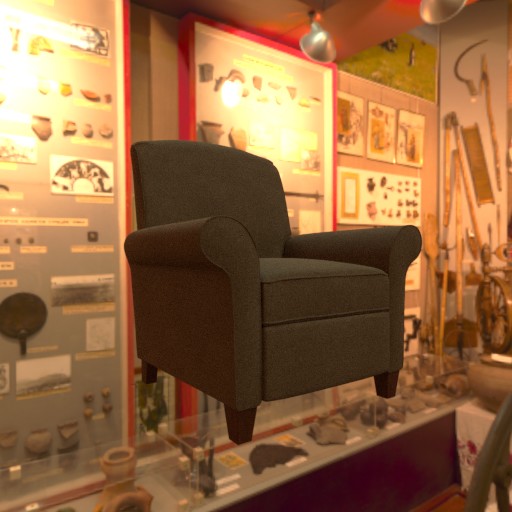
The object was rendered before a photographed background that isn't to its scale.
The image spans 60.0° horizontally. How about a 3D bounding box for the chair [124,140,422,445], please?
[{"bbox_3d":[0.000,0.000,1.795,0.978,1.061,0.905,-1,1,-36],"label":"chair"}]
